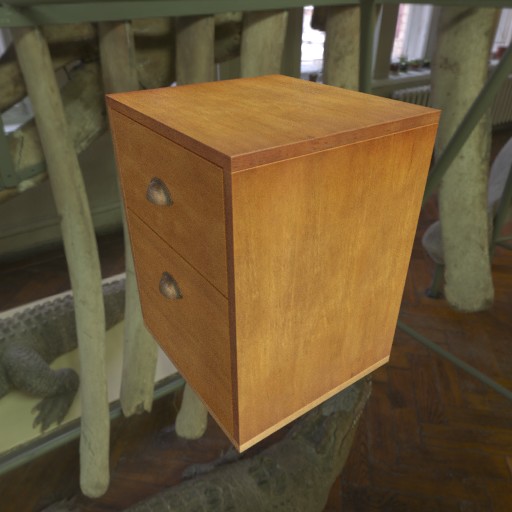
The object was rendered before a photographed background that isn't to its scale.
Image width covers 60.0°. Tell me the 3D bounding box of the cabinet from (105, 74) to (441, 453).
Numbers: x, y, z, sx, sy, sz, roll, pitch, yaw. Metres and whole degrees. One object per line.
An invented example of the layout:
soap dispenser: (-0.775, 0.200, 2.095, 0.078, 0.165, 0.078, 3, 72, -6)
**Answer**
cabinet: (0.000, 0.000, 0.867, 0.401, 0.579, 0.409, -20, 36, -30)
